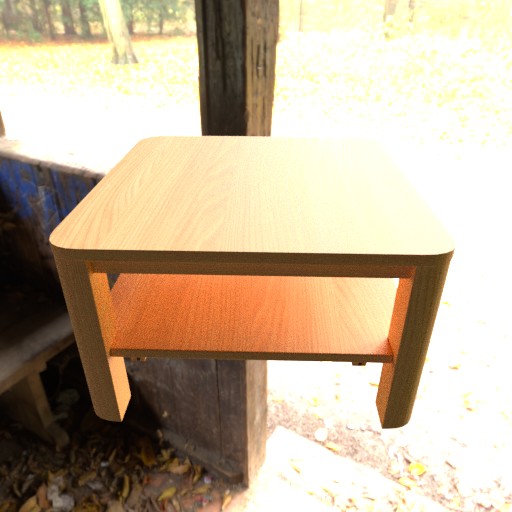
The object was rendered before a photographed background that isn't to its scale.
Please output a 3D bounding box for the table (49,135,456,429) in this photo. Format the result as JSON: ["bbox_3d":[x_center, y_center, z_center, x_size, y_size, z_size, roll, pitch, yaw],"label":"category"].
[{"bbox_3d":[0.000,0.000,1.206,0.750,0.450,0.750,1,30,2],"label":"table"}]
